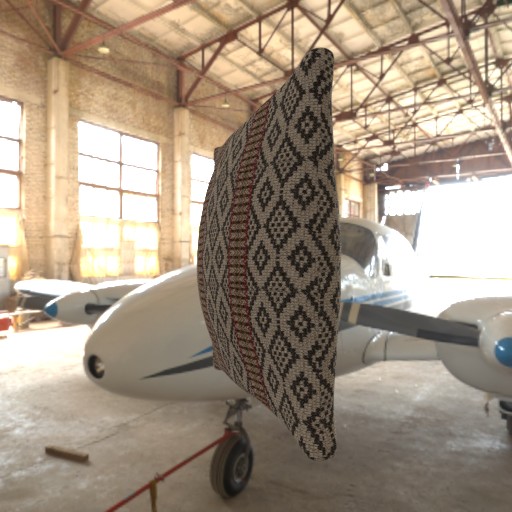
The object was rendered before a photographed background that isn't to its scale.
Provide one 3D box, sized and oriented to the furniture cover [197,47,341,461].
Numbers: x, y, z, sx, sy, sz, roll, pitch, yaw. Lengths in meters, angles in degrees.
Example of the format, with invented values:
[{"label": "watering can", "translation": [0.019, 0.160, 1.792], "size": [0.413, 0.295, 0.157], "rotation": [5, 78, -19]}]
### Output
[{"label": "furniture cover", "translation": [0.000, 0.000, 0.773], "size": [0.182, 0.506, 0.503], "rotation": [0, -1, -20]}]
